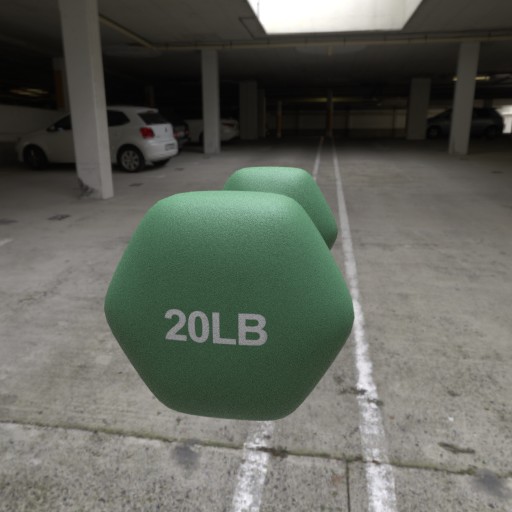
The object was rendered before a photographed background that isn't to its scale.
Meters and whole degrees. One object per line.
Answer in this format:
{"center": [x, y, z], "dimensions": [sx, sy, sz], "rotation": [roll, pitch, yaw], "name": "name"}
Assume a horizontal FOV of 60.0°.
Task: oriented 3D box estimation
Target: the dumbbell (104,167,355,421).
{"center": [0.000, 0.000, 0.319], "dimensions": [0.126, 0.114, 0.257], "rotation": [2, 15, 8], "name": "dumbbell"}
